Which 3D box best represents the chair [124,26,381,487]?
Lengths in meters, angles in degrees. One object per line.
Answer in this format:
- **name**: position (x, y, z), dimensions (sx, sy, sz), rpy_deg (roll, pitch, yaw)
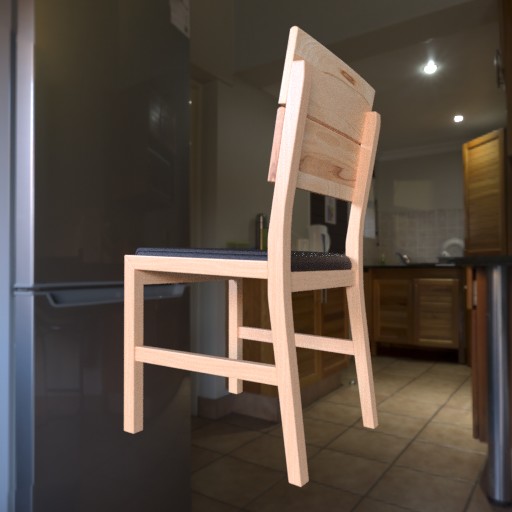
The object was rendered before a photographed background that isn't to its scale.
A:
- **chair**: position (0.000, 0.000, 1.239), dimensions (0.560, 0.950, 0.475), rpy_deg (-1, -1, 36)
